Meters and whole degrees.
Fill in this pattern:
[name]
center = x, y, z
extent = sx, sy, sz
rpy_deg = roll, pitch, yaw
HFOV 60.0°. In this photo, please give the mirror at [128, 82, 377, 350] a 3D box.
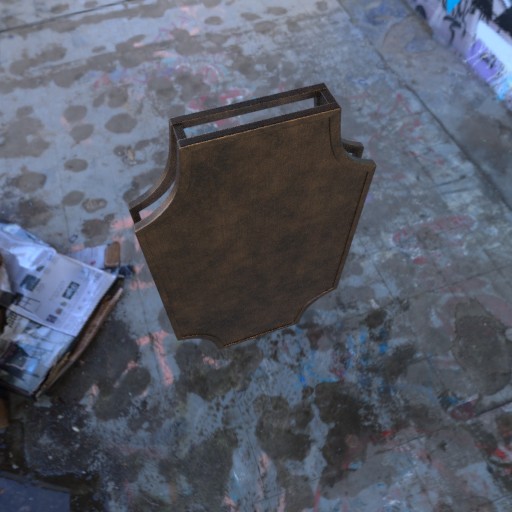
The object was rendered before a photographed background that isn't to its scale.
[mirror]
center = 0.000, 0.000, 1.018
extent = 0.462, 0.811, 0.066
rpy_deg = -17, 59, -10
